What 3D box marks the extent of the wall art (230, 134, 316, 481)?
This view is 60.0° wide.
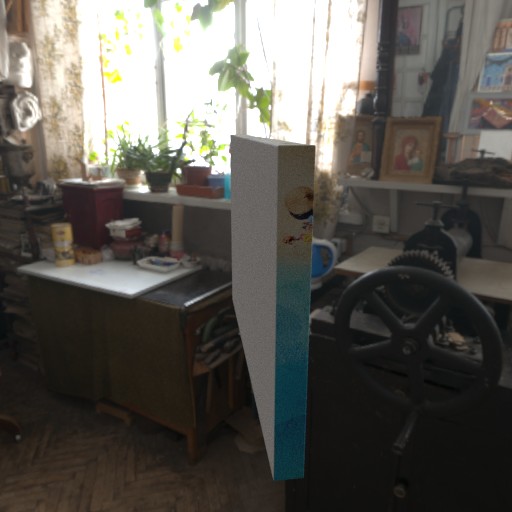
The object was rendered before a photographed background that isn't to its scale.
[{"bbox_3d":[0.000,0.000,0.786,0.039,0.406,0.609,-2,16,-7],"label":"wall art"}]
